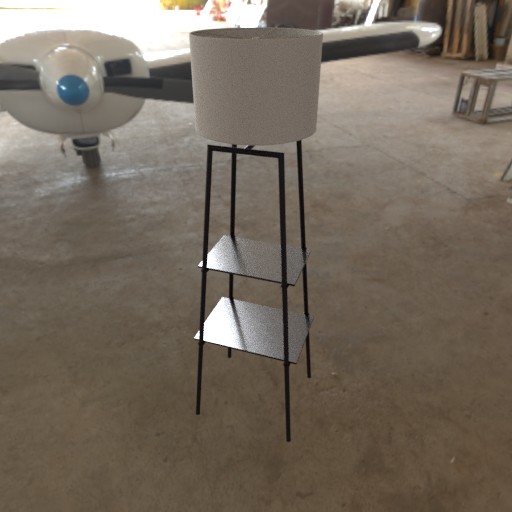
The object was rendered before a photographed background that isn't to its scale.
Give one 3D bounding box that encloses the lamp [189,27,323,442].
[{"bbox_3d":[0.000,0.000,1.632,0.427,1.474,0.384,10,33,16],"label":"lamp"}]
